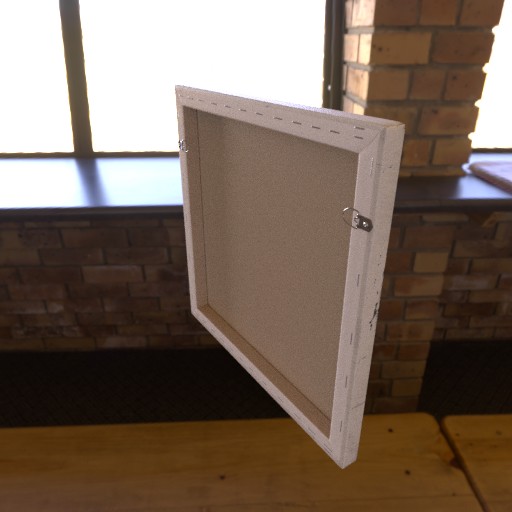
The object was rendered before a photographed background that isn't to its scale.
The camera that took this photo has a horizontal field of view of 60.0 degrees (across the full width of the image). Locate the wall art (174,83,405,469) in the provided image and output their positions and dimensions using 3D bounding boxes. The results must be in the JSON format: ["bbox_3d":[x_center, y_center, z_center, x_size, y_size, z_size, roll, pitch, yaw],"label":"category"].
[{"bbox_3d":[0.000,0.000,0.903,0.040,0.611,0.610,-17,31,-30],"label":"wall art"}]
